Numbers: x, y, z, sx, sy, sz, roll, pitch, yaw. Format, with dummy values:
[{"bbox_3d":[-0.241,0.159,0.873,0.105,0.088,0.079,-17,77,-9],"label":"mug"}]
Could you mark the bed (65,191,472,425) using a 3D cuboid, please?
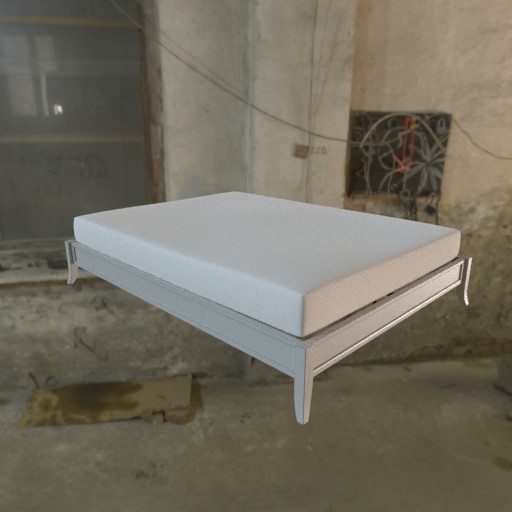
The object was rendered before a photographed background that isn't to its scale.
[{"bbox_3d":[0.000,0.000,2.833,1.604,0.510,2.108,-17,24,-42],"label":"bed"}]
